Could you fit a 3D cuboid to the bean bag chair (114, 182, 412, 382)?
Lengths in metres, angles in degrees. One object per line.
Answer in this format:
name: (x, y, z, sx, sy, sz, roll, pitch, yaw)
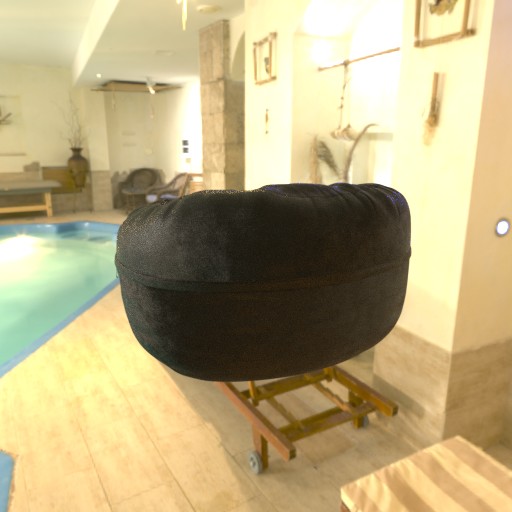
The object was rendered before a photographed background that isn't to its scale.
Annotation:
bean bag chair: (0.000, 0.000, 2.438, 1.524, 0.878, 1.524, -7, 16, -25)
